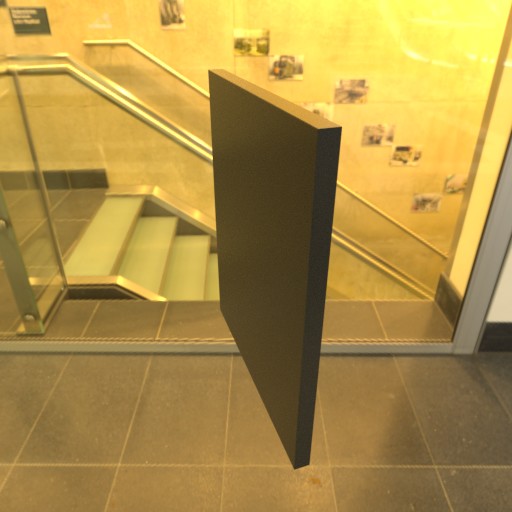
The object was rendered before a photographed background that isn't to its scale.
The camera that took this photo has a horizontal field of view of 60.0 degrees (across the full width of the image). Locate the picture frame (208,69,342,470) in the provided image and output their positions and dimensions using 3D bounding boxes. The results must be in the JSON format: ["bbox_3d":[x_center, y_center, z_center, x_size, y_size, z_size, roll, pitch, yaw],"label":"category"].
[{"bbox_3d":[0.000,0.000,0.781,0.028,0.556,0.460,-10,32,-17],"label":"picture frame"}]
